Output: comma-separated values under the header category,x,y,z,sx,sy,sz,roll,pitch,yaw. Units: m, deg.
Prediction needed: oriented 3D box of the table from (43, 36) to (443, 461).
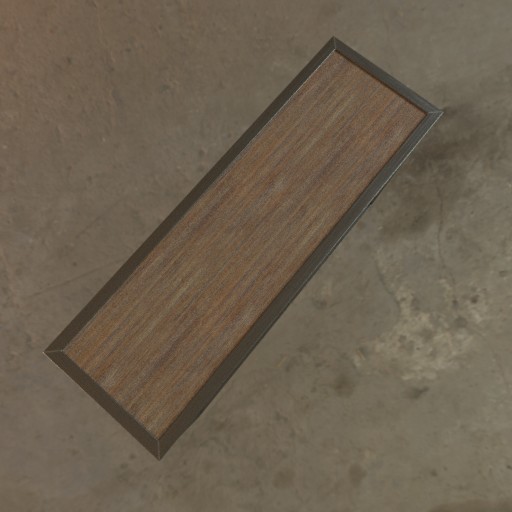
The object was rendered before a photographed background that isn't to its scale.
category,x,y,z,sx,sy,sz,roll,pitch,yaw
table,0.000,0.000,1.569,0.402,0.753,1.216,39,80,8
